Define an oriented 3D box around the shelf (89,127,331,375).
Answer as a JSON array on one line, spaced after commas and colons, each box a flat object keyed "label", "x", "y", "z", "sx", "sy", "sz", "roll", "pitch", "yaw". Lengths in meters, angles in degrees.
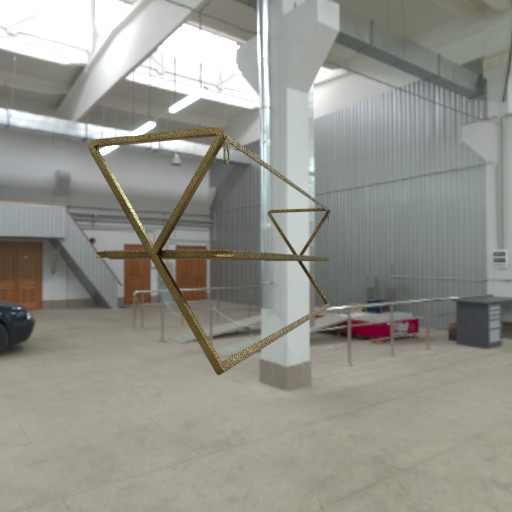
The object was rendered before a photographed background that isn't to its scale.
[{"label": "shelf", "x": 0.000, "y": 0.000, "z": 0.735, "sx": 0.150, "sy": 0.229, "sz": 0.645, "roll": 0, "pitch": -1, "yaw": 18}]
